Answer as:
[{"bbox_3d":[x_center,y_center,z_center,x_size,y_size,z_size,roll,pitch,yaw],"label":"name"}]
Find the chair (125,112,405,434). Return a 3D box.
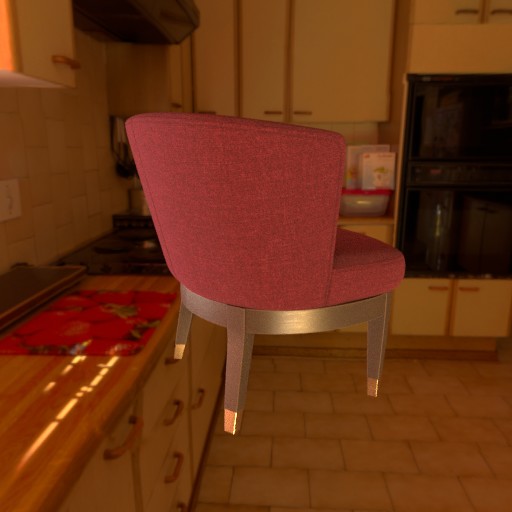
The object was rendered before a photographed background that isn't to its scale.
[{"bbox_3d":[0.000,0.000,1.279,0.660,0.760,0.700,-7,15,-26],"label":"chair"}]
